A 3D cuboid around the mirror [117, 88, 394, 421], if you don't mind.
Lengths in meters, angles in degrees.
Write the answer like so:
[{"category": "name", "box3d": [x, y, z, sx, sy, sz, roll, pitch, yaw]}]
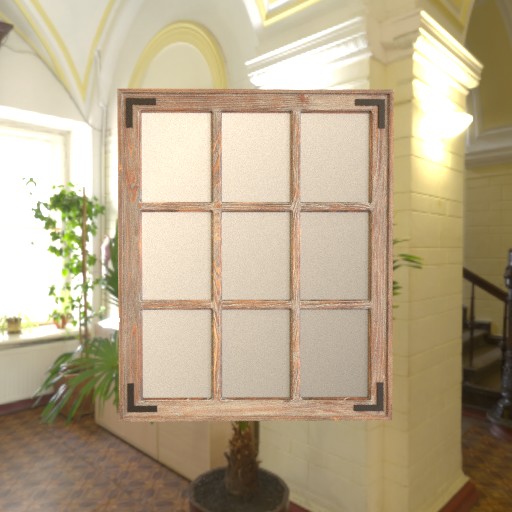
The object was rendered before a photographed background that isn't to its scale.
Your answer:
[{"category": "mirror", "box3d": [0.000, 0.000, 1.194, 0.730, 0.882, 0.032, 0, 1, -1]}]
